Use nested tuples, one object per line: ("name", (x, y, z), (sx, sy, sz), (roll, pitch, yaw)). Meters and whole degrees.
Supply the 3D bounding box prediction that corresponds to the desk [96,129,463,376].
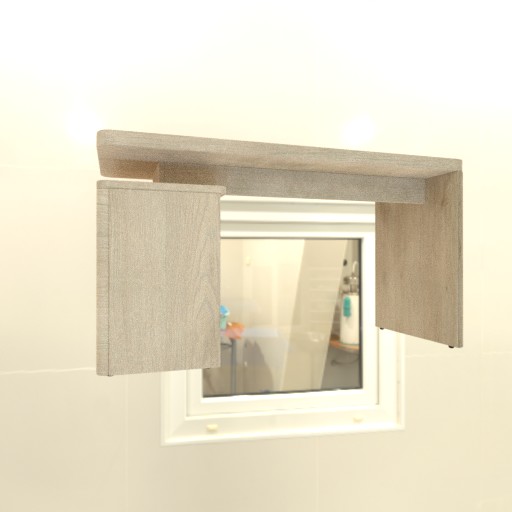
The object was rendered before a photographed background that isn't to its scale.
("desk", (0.000, 0.000, 2.116), (1.400, 0.770, 1.175), (0, 0, -18))
